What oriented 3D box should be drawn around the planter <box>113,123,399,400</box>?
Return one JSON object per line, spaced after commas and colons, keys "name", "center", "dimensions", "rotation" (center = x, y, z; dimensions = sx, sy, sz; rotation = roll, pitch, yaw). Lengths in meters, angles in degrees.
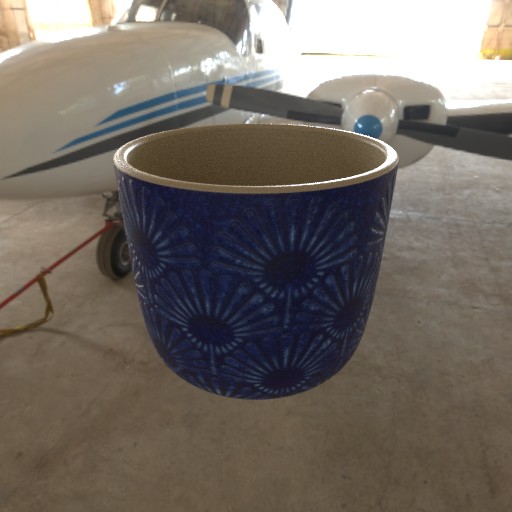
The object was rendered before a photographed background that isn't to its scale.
{"name": "planter", "center": [0.000, 0.000, 0.223], "dimensions": [0.124, 0.109, 0.124], "rotation": [0, 26, 0]}
